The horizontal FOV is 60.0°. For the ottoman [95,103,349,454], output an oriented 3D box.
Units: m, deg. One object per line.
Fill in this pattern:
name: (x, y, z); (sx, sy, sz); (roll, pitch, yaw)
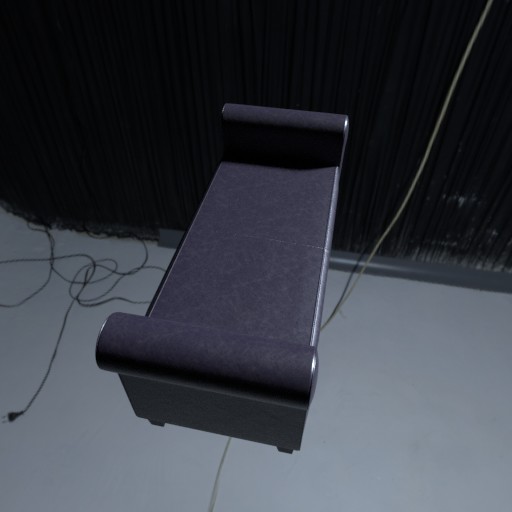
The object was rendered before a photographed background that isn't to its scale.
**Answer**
ottoman: (0.000, 0.000, 1.581); (0.521, 0.547, 1.256); (8, 46, 8)
